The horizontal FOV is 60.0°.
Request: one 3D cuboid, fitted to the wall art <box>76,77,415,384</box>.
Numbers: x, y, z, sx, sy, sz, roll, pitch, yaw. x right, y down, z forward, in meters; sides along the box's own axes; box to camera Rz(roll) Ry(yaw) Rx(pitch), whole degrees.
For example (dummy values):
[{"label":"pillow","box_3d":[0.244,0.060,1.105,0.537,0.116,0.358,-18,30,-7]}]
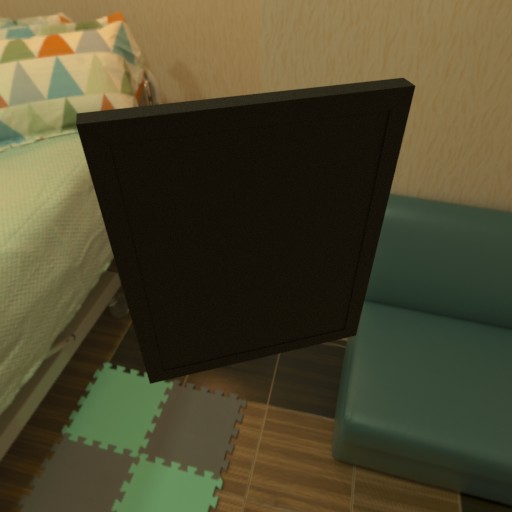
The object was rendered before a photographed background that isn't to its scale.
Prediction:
[{"label":"wall art","box_3d":[0.000,0.000,0.774,0.457,0.559,0.033,-11,43,-12]}]
